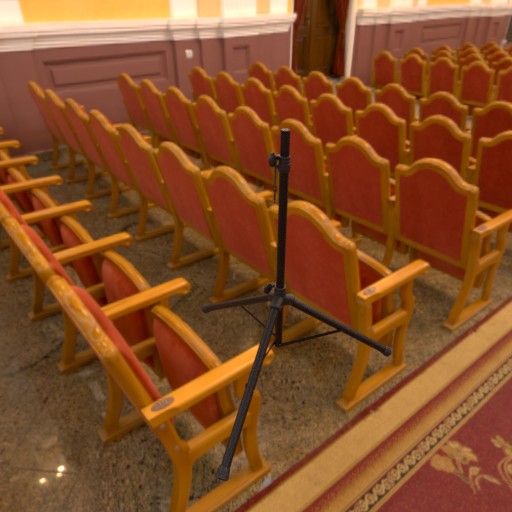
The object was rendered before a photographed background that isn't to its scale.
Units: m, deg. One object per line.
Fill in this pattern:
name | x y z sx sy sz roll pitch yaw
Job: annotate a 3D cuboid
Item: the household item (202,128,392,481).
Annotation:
household item | 0.000 0.000 1.883 1.045 1.136 0.907 -23 38 -32
